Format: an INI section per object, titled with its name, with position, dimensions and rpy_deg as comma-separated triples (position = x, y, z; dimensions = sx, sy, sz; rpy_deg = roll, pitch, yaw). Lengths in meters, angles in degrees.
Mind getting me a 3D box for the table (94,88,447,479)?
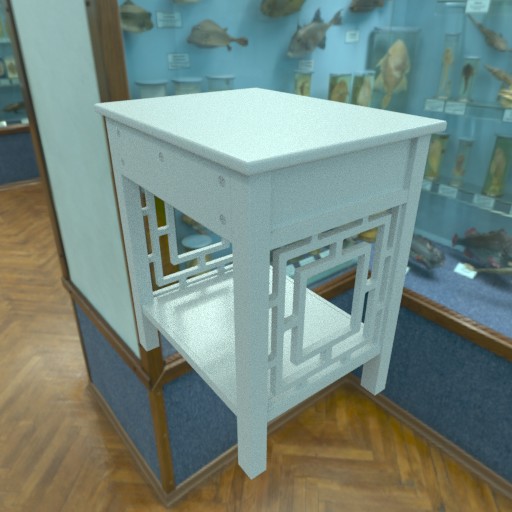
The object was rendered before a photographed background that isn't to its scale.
[table]
position = 0.000, 0.000, 1.024
dimensions = 0.451, 0.646, 0.564
rpy_deg = -19, 34, -32
